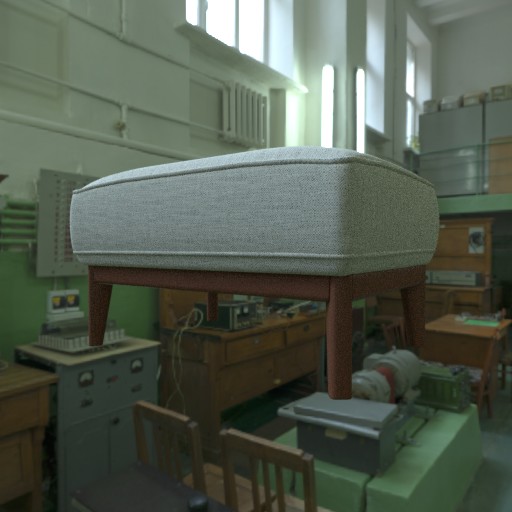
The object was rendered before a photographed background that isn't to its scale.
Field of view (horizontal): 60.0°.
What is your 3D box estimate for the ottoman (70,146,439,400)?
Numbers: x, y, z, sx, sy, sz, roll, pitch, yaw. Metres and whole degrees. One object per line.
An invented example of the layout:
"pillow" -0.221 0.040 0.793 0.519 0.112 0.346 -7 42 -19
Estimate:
"ottoman" 0.000 0.000 1.155 0.794 0.465 0.594 1 2 35
